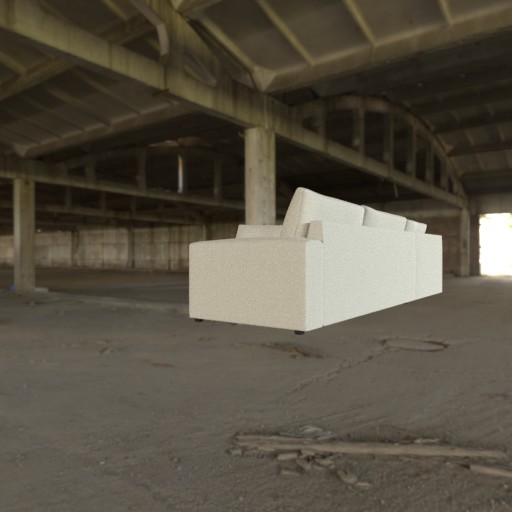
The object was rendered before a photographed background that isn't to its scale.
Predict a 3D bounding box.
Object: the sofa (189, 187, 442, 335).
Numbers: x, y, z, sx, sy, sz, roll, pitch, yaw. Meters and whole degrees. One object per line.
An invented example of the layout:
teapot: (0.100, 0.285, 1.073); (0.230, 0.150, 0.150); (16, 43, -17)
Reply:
sofa: (0.000, 0.000, 4.784); (3.066, 0.918, 3.206); (0, 1, 36)
